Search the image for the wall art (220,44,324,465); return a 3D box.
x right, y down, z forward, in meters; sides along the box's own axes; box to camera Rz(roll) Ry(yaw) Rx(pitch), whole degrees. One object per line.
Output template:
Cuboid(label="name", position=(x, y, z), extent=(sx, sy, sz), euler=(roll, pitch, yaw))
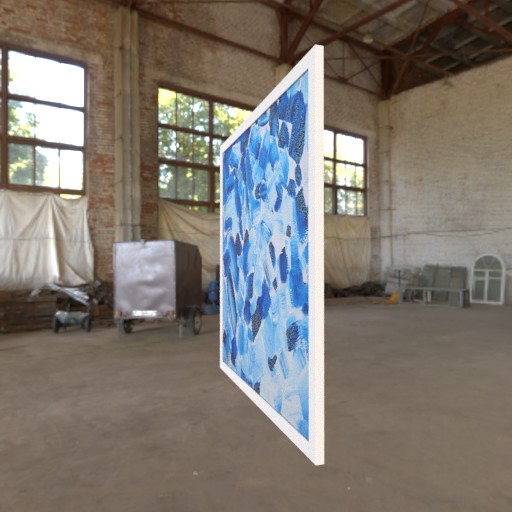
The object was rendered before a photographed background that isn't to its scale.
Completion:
Cuboid(label="wall art", position=(0.000, 0.000, 1.012), extent=(0.015, 0.660, 0.660), euler=(0, -1, -18))
